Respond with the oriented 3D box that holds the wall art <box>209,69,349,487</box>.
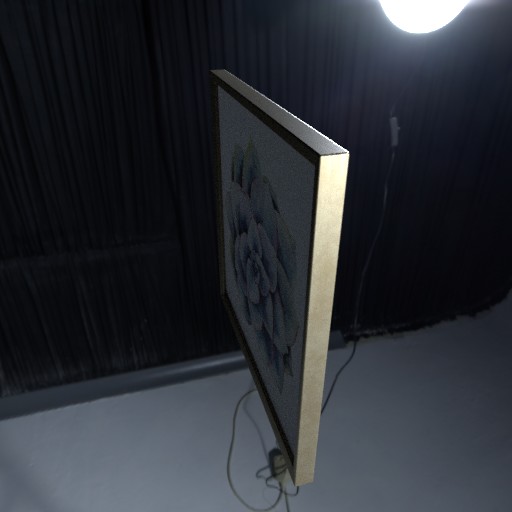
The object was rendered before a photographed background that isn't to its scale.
[{"bbox_3d":[0.000,0.000,0.737,0.030,0.506,0.503,-9,32,-14],"label":"wall art"}]
